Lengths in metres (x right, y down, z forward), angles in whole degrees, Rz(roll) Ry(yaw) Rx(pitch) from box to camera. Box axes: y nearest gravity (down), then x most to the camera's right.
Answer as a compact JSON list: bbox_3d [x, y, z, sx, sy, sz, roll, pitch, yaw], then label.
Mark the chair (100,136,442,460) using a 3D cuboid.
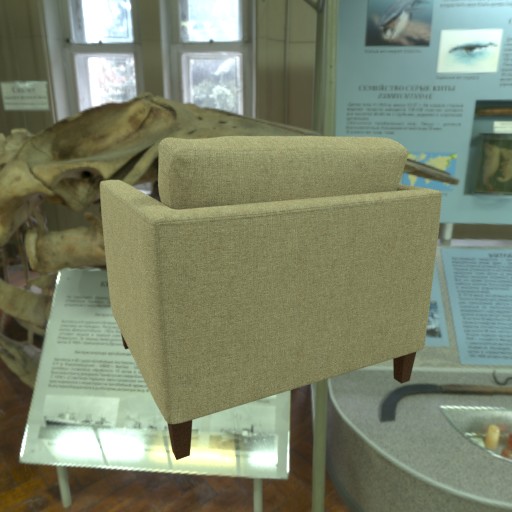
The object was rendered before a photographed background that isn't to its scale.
[{"bbox_3d":[0.000,0.000,1.861,1.107,0.987,0.959,-8,18,-26],"label":"chair"}]
